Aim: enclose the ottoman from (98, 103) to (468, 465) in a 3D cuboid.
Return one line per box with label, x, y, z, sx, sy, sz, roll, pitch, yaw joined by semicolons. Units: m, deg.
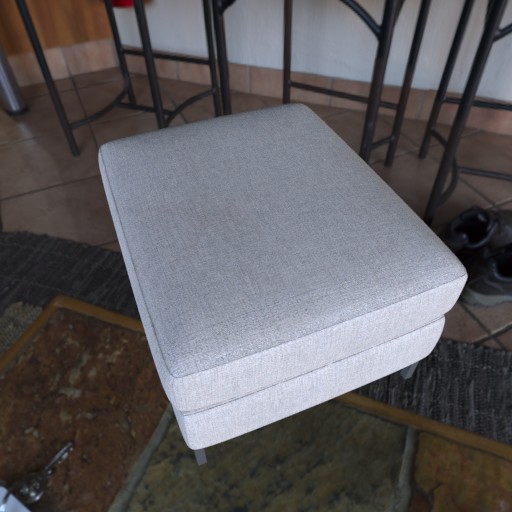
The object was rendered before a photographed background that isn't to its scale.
ottoman;0.000;0.000;1.220;0.671;0.490;0.820;-17;49;-15
